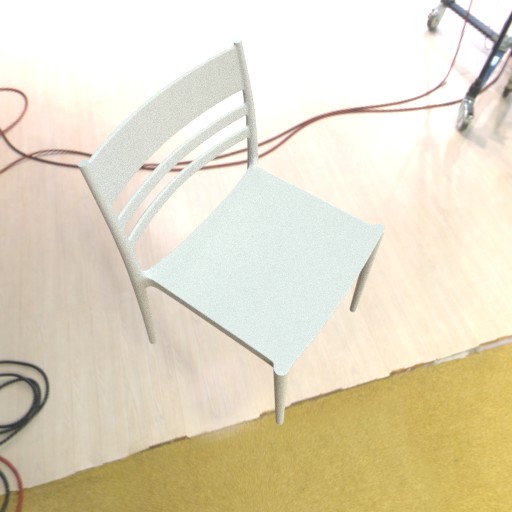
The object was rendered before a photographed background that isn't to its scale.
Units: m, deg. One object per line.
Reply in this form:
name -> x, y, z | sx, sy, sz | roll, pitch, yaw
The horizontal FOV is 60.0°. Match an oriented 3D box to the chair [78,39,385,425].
chair -> 0.000, 0.000, 1.143 | 0.511, 0.800, 0.531 | 31, 63, 18
